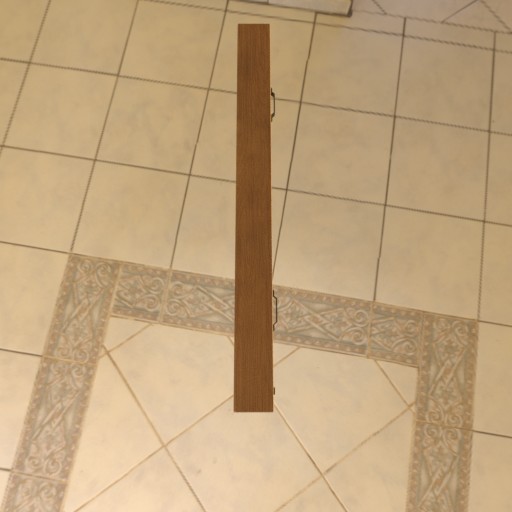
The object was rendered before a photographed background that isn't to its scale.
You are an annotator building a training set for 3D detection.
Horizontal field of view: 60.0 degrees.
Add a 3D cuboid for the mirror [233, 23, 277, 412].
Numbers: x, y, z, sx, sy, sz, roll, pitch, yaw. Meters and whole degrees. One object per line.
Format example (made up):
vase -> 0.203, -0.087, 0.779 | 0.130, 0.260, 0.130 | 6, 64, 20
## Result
mirror -> 0.000, 0.000, 0.688 | 0.041, 0.509, 0.406 | 0, 77, 0
